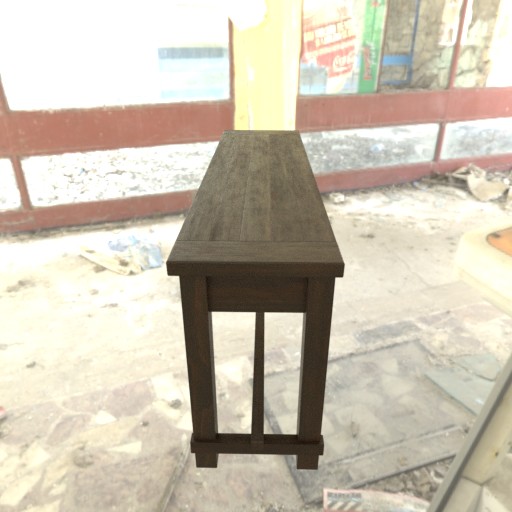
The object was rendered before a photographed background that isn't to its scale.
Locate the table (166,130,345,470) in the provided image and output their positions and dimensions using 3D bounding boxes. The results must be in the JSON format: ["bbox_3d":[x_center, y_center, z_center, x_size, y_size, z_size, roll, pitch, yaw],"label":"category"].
[{"bbox_3d":[0.000,0.000,1.903,0.442,0.762,1.599,1,26,1],"label":"table"}]
